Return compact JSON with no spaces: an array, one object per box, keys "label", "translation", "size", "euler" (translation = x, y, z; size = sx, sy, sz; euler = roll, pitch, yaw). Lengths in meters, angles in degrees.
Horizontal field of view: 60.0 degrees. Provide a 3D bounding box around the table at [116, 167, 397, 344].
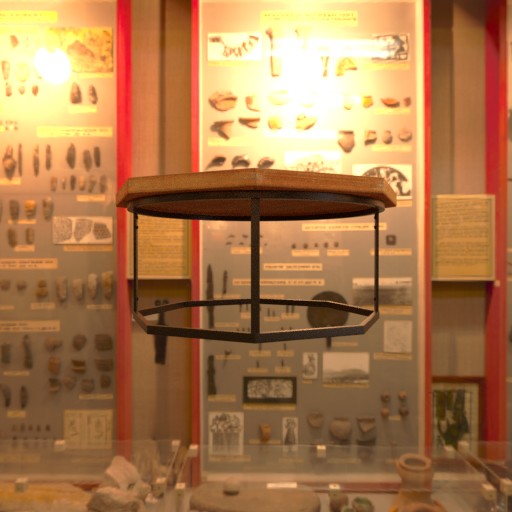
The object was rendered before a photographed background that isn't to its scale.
[{"label":"table","translation":[0.000,0.000,1.583],"size":[1.002,0.444,1.002],"euler":[0,1,0]}]
